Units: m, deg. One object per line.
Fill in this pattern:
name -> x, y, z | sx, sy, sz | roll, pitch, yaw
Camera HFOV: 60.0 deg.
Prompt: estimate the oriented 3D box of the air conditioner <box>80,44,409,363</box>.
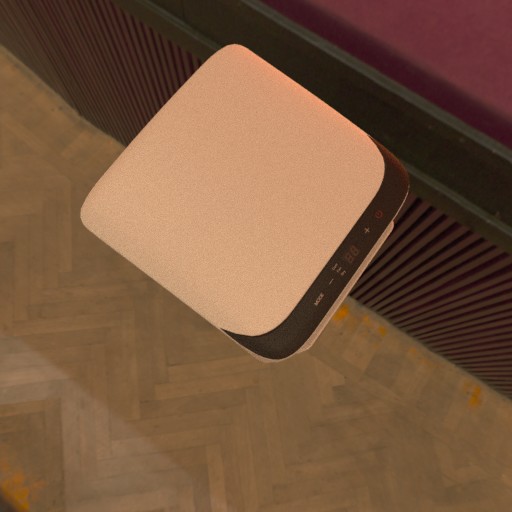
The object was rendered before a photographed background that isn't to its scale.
air conditioner -> 0.000, 0.000, 0.931 | 0.369, 0.716, 0.352 | 36, 78, 9
